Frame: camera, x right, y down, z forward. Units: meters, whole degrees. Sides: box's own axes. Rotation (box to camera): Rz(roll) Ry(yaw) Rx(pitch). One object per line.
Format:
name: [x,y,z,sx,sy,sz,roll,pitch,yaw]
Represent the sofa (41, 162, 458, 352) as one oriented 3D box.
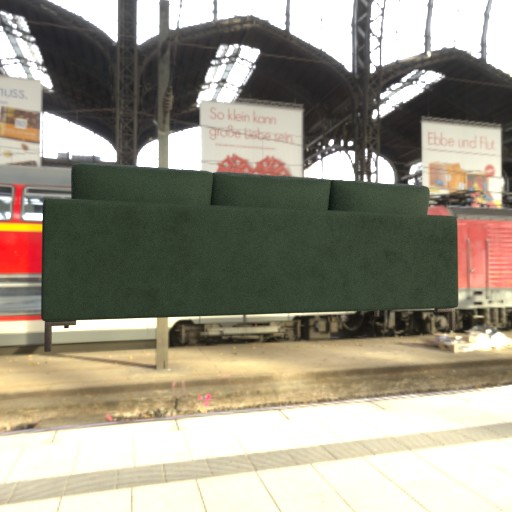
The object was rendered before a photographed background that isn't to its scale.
sofa: [0.000,0.000,2.648,2.218,0.870,0.859,1,-2,-18]
